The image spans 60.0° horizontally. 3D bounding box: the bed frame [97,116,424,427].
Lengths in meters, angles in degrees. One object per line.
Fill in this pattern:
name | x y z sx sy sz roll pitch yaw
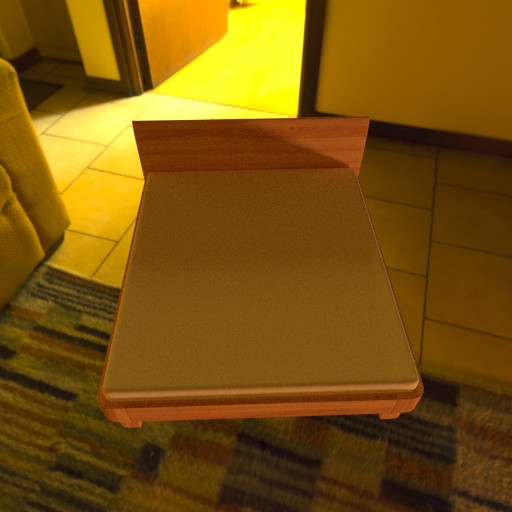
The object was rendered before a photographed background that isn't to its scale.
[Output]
bed frame | 0.000 0.000 3.128 1.872 0.940 2.092 -1 47 -1
